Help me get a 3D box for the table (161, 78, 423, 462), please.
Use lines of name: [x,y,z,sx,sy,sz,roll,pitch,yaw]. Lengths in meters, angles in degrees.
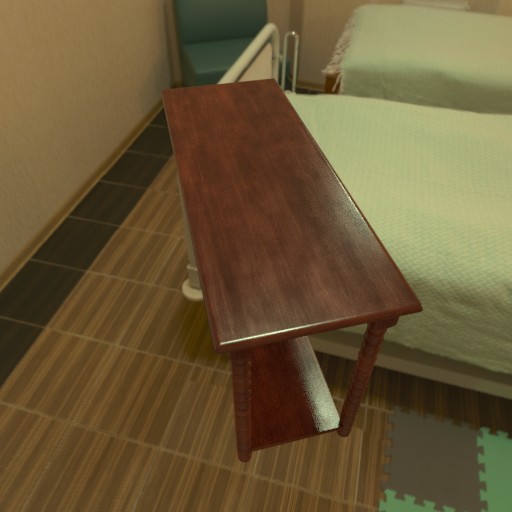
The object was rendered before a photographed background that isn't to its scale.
table: [0.000,0.000,1.572,0.459,0.740,1.184,-10,46,-10]
